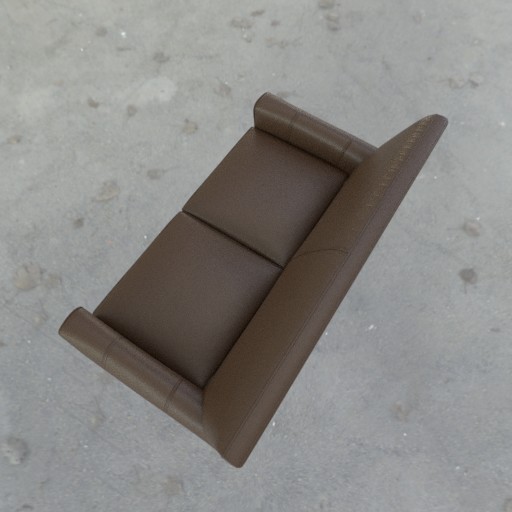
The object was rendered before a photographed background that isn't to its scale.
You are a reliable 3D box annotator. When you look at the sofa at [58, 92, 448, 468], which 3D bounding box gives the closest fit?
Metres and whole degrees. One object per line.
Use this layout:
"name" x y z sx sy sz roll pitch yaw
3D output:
"sofa" 0.000 0.000 1.933 0.853 0.859 1.468 30 67 14
